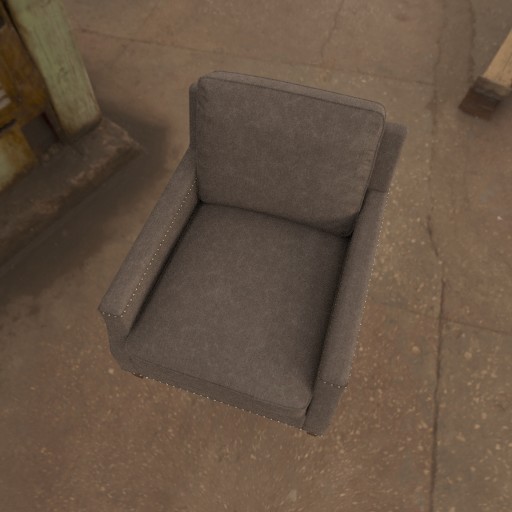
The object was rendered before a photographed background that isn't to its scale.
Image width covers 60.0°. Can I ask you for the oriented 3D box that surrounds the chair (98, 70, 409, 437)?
[{"bbox_3d":[0.000,0.000,1.686,0.853,0.948,1.014,15,58,10],"label":"chair"}]
